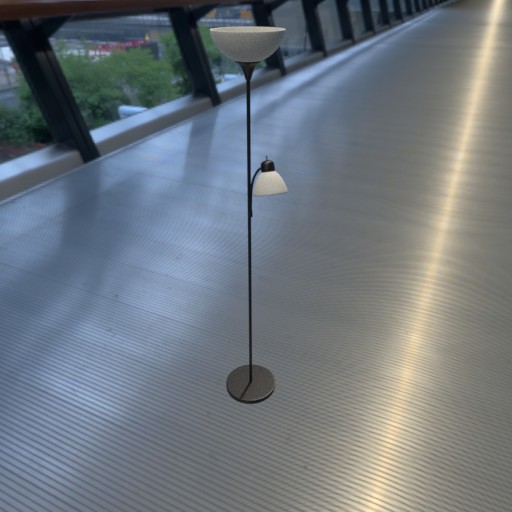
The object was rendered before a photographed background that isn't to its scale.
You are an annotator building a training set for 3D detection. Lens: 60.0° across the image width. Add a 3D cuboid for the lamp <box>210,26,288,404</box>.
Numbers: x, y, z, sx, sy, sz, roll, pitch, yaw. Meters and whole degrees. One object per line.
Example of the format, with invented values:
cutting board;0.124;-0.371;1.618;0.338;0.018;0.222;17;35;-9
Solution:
lamp;0.000;0.000;1.988;0.279;1.804;0.442;-11;32;-17
